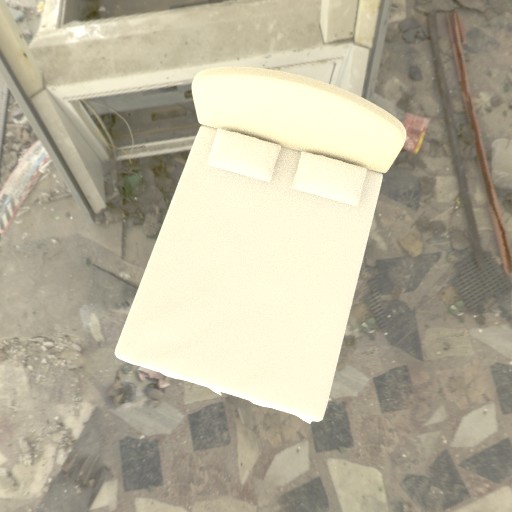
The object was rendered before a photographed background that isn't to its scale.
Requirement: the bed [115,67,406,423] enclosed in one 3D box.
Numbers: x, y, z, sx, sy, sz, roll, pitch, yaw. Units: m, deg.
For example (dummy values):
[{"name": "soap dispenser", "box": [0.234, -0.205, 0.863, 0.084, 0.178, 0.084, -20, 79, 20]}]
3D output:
[{"name": "bed", "box": [0.000, 0.000, 3.138, 1.607, 1.410, 2.005, 16, 75, 4]}]
